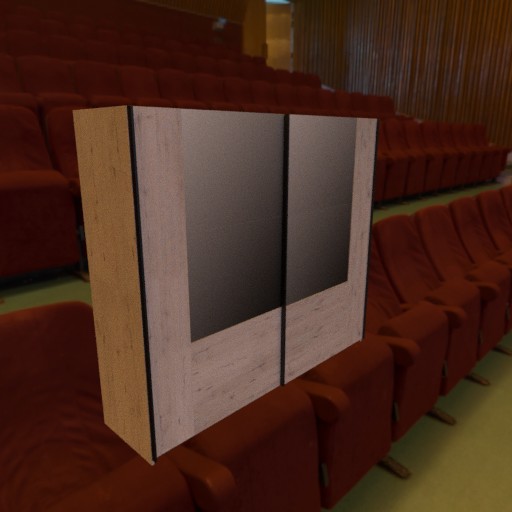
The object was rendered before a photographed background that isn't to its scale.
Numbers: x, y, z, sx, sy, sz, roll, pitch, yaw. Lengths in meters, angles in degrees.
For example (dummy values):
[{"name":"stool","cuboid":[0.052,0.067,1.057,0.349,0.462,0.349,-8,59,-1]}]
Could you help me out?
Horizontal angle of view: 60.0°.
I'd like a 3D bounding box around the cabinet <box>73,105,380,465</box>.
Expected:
[{"name":"cabinet","cuboid":[0.000,0.000,3.607,0.660,2.180,2.500,14,21,42]}]
